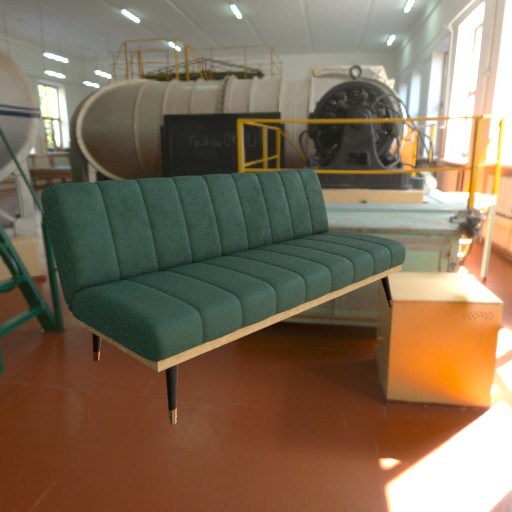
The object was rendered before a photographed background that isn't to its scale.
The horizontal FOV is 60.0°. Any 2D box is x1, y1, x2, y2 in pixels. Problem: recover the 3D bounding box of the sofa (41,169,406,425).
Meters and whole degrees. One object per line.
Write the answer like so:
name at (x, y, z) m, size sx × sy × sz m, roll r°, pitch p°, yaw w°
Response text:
sofa at (0.000, 0.000, 2.329) m, size 0.830 × 0.820 × 1.810 m, roll 13°, pitch 19°, yaw 42°
